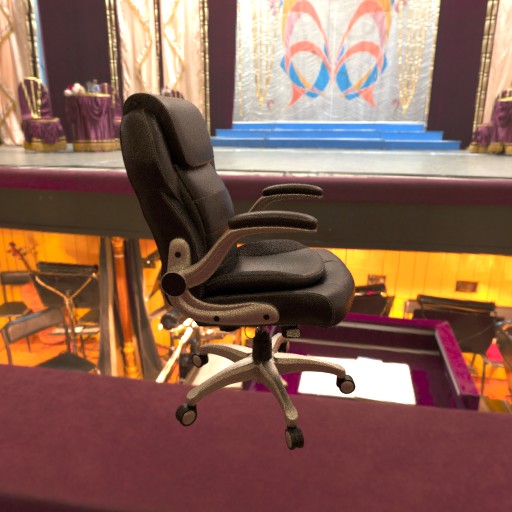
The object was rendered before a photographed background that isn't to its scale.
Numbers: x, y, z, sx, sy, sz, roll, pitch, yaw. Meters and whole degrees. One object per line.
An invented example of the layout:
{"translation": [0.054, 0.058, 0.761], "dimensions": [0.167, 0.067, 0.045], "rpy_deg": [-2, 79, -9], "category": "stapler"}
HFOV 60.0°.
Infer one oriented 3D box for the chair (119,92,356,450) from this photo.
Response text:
{"translation": [0.000, 0.000, 1.666], "dimensions": [0.801, 1.141, 0.724], "rpy_deg": [3, 17, 9], "category": "chair"}
